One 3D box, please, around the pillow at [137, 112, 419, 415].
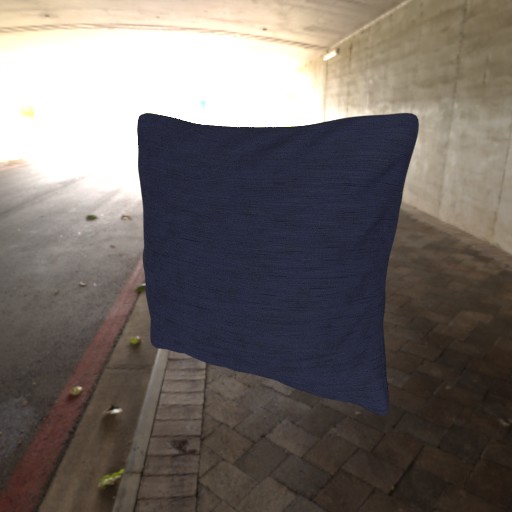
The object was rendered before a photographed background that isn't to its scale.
[{"bbox_3d":[0.000,0.000,0.671,0.432,0.414,0.246,9,20,27],"label":"pillow"}]
